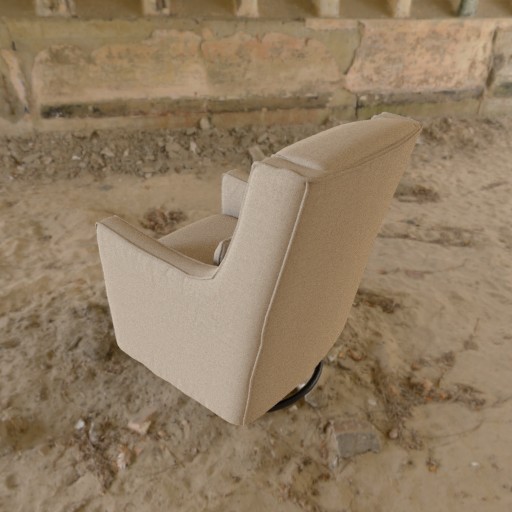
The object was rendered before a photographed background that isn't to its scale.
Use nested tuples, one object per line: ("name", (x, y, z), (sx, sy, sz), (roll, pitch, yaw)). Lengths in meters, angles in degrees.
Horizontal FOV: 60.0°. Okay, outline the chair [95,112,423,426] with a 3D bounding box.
("chair", (0.000, 0.000, 1.577), (0.879, 0.993, 0.732), (21, 36, 33))
